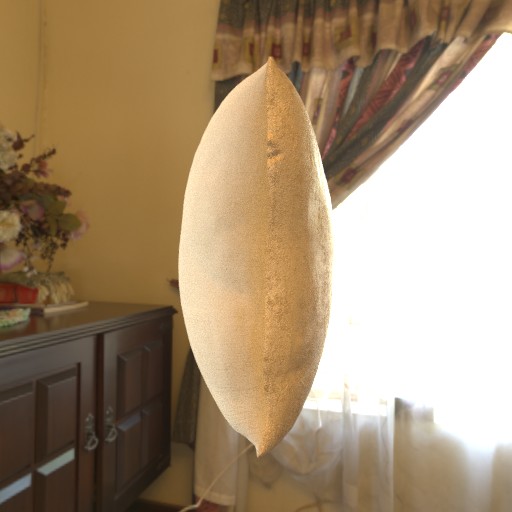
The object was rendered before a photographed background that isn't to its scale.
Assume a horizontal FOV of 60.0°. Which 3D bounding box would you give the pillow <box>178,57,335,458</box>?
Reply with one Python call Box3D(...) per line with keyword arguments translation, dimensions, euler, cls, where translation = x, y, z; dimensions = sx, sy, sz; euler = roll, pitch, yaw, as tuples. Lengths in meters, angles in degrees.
Box3D(translation=(0.000, 0.000, 0.711), dimensions=(0.245, 0.448, 0.450), euler=(0, 0, 1), cls="pillow")
